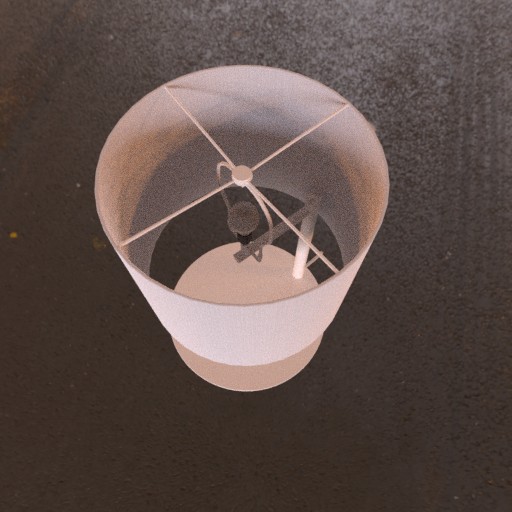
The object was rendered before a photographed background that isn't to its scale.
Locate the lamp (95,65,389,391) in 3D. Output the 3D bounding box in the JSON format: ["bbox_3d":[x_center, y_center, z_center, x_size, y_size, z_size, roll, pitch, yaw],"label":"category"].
[{"bbox_3d":[0.000,0.000,0.662,0.341,0.454,0.299,-35,69,-15],"label":"lamp"}]
